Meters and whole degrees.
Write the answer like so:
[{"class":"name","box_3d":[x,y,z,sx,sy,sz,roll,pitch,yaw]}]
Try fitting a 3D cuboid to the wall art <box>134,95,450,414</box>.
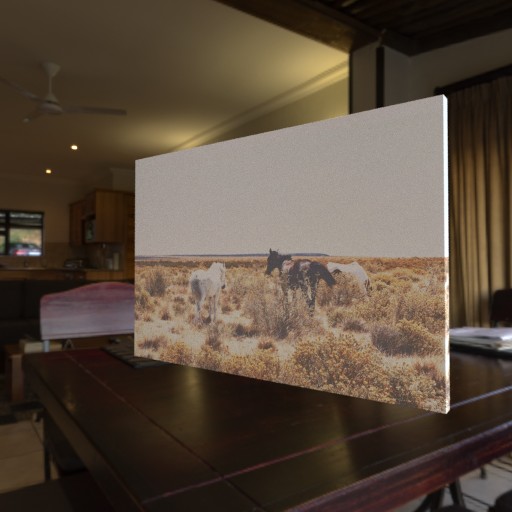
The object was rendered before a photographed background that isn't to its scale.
[{"class":"wall art","box_3d":[0.000,0.000,1.875,1.520,1.016,0.051,-1,-1,36]}]
